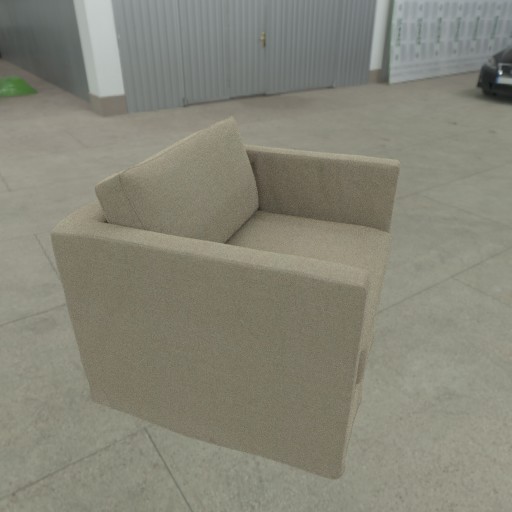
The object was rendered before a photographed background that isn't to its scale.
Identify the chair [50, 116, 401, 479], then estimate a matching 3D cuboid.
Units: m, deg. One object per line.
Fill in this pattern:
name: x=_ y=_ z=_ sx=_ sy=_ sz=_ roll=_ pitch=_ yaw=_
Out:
chair: x=0.000 y=0.000 z=1.691 sx=0.949 sy=0.863 sz=1.057 roll=10 pitch=31 yaw=17
